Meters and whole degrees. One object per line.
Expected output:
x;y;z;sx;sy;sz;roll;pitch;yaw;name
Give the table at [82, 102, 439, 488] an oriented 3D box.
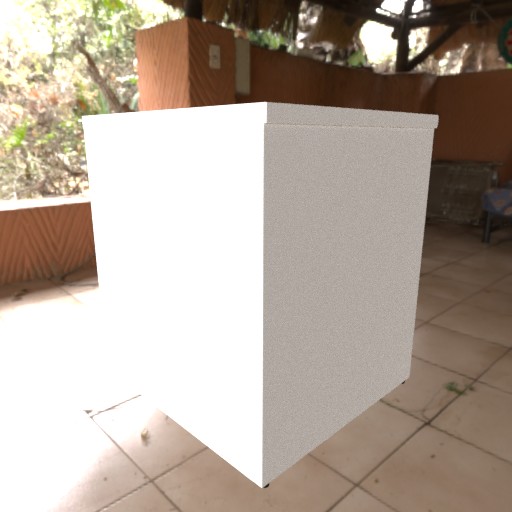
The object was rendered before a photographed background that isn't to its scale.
0.000;0.000;0.761;0.380;0.460;0.420;-14;21;-42;table
